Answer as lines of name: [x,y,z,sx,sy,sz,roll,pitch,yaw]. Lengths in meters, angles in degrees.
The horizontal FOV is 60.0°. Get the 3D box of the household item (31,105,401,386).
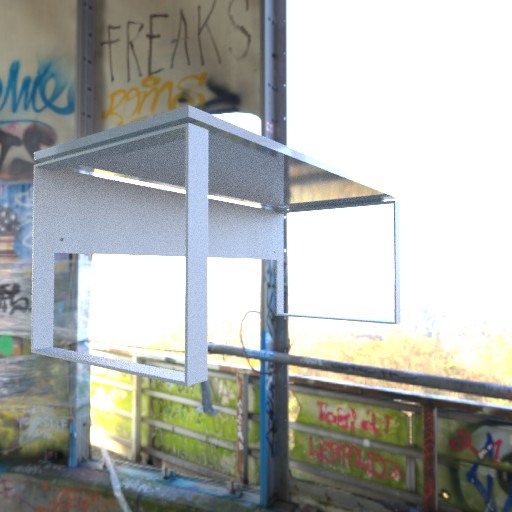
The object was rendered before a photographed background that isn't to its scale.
household item: [0.000,0.000,2.086,0.800,0.745,1.700,-1,-2,36]
